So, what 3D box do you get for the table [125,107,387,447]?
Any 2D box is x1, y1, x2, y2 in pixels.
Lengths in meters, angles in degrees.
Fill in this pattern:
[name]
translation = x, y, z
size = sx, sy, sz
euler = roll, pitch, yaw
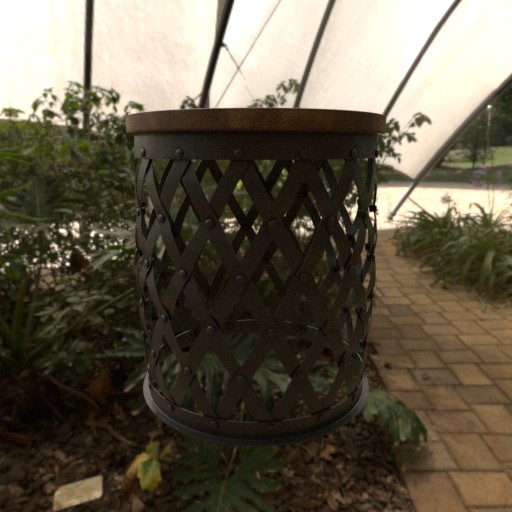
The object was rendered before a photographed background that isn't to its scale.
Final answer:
[table]
translation = 0.000, 0.000, 0.767
size = 0.405, 0.454, 0.405
euler = 0, 14, 0
